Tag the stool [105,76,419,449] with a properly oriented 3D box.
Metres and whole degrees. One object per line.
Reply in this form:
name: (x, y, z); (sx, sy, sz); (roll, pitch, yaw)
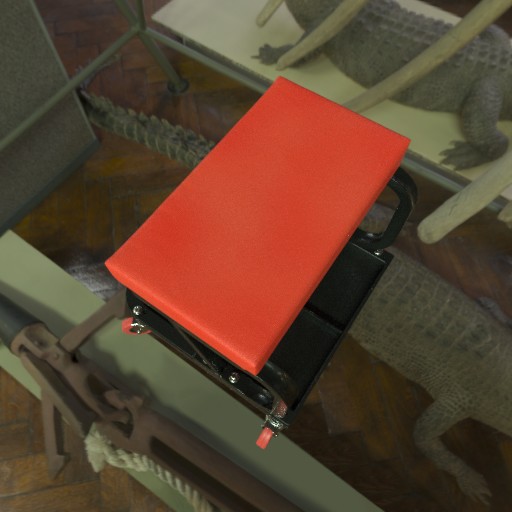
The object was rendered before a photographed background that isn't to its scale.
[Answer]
stool: (0.000, 0.000, 0.719); (0.371, 0.380, 0.446); (32, 68, 15)
